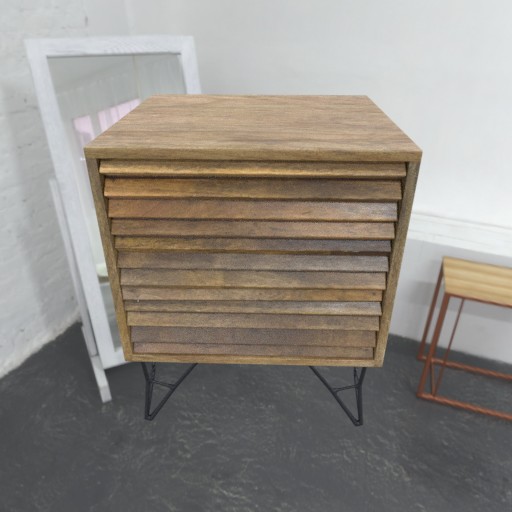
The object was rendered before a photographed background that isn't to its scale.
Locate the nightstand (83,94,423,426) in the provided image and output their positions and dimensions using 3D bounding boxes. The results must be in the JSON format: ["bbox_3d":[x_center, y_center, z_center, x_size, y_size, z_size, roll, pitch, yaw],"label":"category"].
[{"bbox_3d":[0.000,0.000,0.905,0.457,0.559,0.406,1,30,2],"label":"nightstand"}]
